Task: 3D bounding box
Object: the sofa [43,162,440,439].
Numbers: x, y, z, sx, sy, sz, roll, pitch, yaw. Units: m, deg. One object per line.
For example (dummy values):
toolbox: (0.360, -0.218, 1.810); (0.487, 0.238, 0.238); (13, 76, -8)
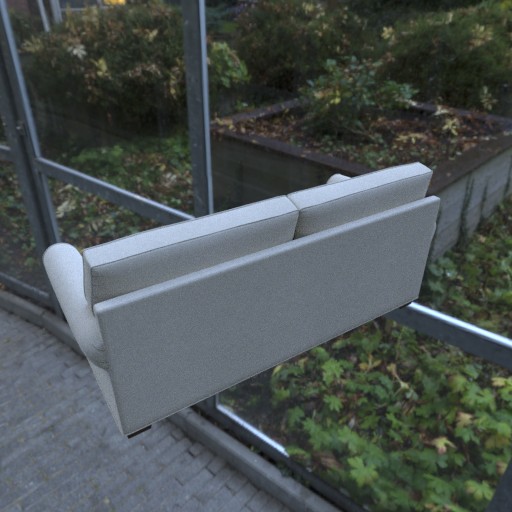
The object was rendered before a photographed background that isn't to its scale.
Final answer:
sofa: (0.000, 0.000, 2.585); (2.146, 0.962, 0.901); (-18, 35, -28)
